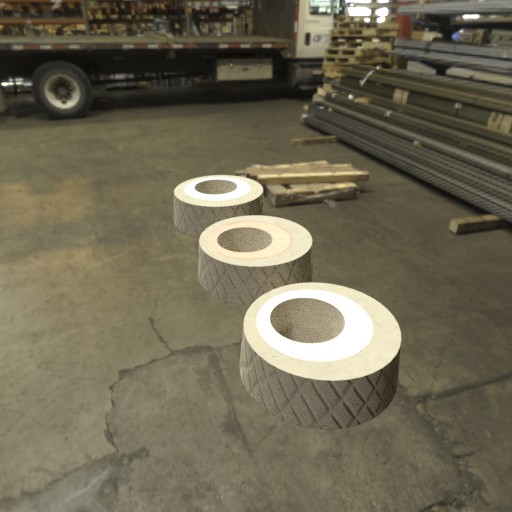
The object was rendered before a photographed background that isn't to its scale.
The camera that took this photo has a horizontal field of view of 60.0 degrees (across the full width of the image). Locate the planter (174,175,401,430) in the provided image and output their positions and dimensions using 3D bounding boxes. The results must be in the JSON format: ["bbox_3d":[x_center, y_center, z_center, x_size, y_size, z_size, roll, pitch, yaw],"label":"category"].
[{"bbox_3d":[0.000,0.000,0.429,0.114,0.038,0.390,-9,30,-16],"label":"planter"}]
